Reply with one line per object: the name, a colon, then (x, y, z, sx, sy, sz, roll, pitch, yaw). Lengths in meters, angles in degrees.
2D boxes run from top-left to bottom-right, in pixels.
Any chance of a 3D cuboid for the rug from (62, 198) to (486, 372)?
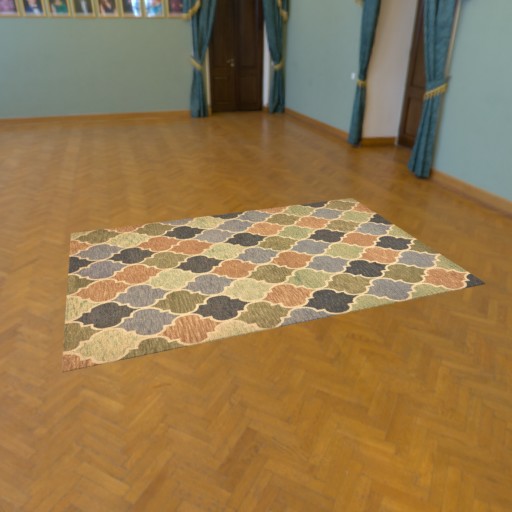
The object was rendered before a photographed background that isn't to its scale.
rug: (0.000, 0.000, 2.298, 1.828, 0.006, 1.216, -9, 29, -17)
